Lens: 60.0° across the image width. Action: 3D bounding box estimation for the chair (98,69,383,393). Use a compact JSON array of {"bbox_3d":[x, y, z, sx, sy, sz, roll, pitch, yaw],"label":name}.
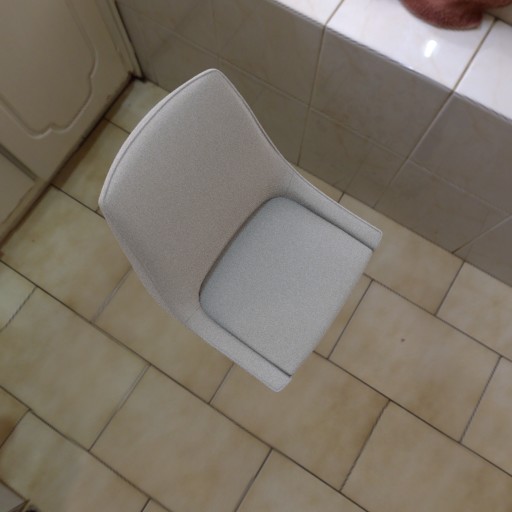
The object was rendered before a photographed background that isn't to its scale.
[{"bbox_3d":[0.000,0.000,1.209,0.544,0.861,0.529,34,78,8],"label":"chair"}]
